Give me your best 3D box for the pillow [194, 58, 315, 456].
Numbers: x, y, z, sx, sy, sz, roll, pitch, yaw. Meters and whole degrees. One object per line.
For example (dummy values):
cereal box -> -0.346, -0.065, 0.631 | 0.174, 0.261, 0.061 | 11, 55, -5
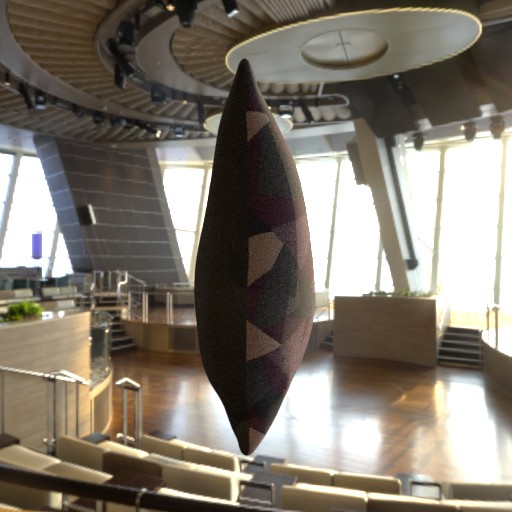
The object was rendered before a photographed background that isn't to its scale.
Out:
pillow -> 0.000, 0.000, 0.790 | 0.208, 0.496, 0.503 | 0, 0, 1
